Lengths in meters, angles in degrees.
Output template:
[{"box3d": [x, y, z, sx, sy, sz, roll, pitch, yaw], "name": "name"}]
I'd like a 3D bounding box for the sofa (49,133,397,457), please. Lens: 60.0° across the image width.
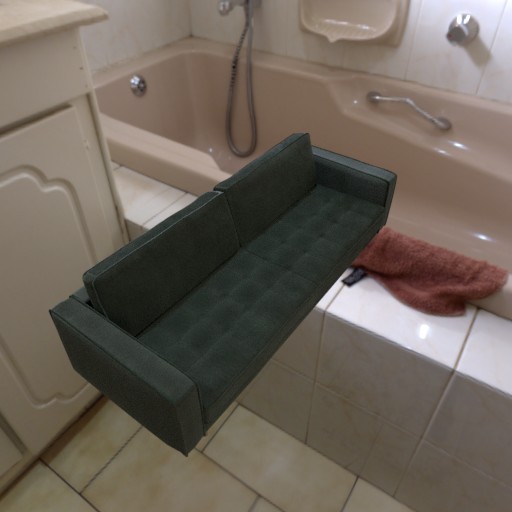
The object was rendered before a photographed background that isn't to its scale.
[{"box3d": [0.000, 0.000, 2.694, 0.886, 0.781, 2.214, 26, 47, 27], "name": "sofa"}]
